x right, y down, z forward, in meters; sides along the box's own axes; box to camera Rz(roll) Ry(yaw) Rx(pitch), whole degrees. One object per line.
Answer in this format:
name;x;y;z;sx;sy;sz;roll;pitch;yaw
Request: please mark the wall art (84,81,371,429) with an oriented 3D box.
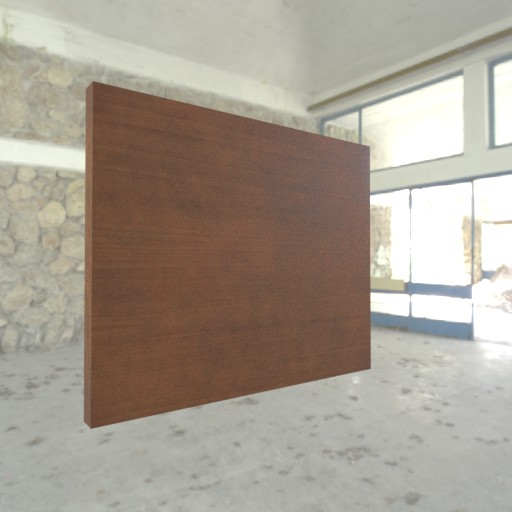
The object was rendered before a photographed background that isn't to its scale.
wall art;0.000;0.000;0.760;0.558;0.457;0.033;1;-1;-36
